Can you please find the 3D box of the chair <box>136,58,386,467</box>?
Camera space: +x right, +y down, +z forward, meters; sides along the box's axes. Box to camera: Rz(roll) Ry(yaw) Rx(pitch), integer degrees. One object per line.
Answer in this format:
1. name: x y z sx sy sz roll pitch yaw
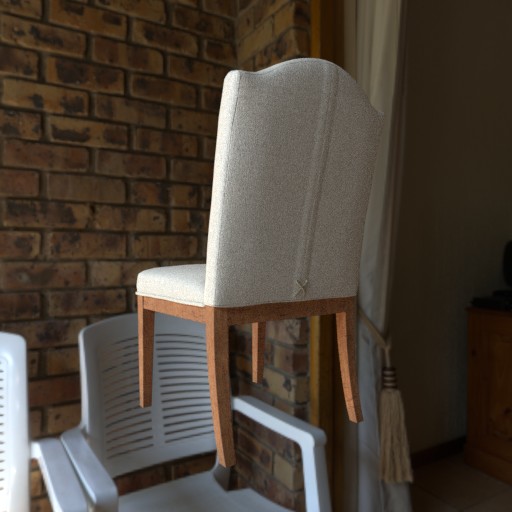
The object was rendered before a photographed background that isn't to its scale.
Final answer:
1. chair: 0.000 0.000 1.384 0.534 1.012 0.648 0 1 -36
